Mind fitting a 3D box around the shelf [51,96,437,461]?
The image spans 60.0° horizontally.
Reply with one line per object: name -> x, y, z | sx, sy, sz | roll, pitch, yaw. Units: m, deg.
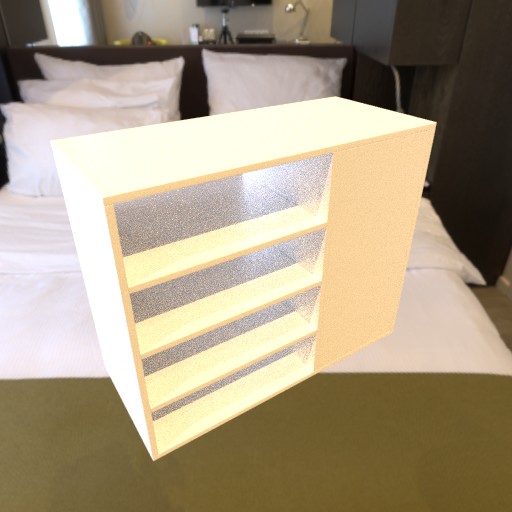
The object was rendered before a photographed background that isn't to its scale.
shelf -> 0.000, 0.000, 1.300 | 0.895, 0.732, 0.396 | -19, 36, -28
